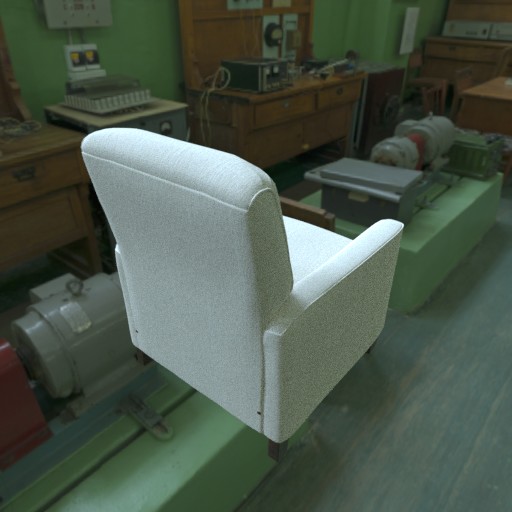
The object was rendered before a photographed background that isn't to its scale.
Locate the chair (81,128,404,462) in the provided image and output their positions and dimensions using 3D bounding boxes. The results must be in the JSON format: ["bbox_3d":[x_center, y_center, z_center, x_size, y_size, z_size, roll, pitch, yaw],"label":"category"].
[{"bbox_3d":[0.000,0.000,1.658,0.841,1.028,0.858,23,38,33],"label":"chair"}]
